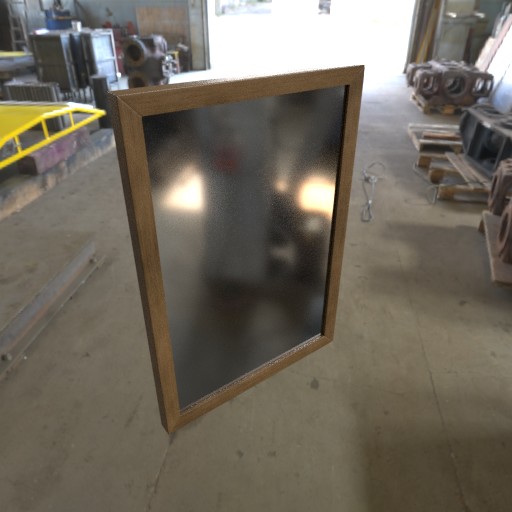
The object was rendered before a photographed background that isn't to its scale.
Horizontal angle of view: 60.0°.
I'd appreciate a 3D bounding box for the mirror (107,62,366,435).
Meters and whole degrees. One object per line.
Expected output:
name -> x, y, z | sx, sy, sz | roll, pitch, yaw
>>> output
mirror -> 0.000, 0.000, 0.930 | 0.507, 0.710, 0.040 | -21, 37, -31
